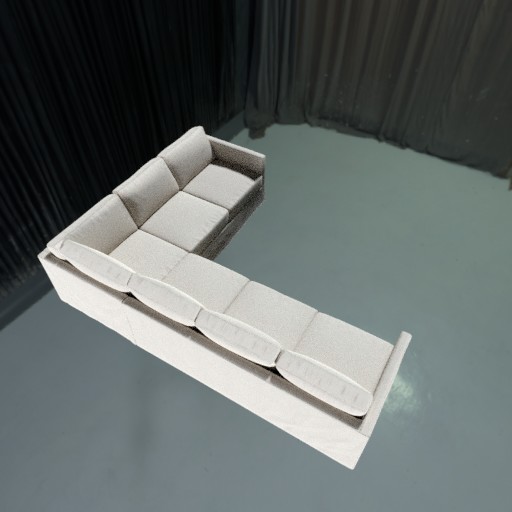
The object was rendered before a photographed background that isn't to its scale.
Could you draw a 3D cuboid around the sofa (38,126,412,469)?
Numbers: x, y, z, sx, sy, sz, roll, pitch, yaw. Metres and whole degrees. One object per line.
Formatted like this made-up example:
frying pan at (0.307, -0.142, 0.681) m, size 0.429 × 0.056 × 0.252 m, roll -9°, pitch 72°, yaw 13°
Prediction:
sofa at (0.000, 0.000, 4.324) m, size 3.182 × 0.871 × 2.432 m, roll 24°, pitch 52°, yaw 20°
